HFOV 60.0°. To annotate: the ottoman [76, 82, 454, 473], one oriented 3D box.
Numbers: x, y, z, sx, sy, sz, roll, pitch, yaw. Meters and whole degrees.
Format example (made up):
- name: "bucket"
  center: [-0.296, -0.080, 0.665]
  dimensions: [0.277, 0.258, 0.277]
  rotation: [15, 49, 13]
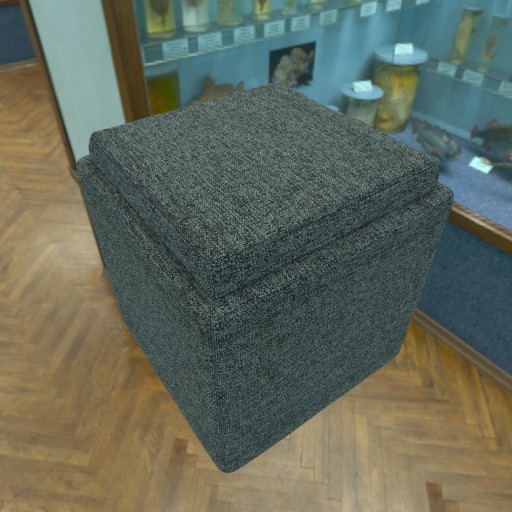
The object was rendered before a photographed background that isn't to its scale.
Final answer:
- name: "ottoman"
  center: [0.000, 0.000, 0.818]
  dimensions: [0.450, 0.463, 0.450]
  rotation: [-25, 48, -26]
